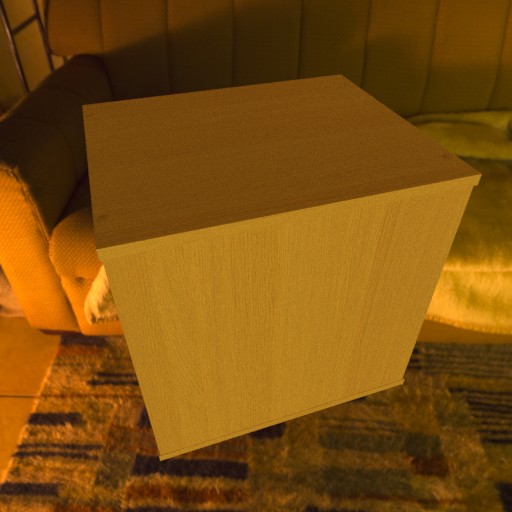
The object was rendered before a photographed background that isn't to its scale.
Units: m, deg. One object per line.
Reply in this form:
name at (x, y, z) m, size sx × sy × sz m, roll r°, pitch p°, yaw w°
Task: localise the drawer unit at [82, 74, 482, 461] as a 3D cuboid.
drawer unit at (0.000, 0.000, 0.589) m, size 0.349 × 0.344 × 0.290 m, roll -12°, pitch 42°, yaw -14°
